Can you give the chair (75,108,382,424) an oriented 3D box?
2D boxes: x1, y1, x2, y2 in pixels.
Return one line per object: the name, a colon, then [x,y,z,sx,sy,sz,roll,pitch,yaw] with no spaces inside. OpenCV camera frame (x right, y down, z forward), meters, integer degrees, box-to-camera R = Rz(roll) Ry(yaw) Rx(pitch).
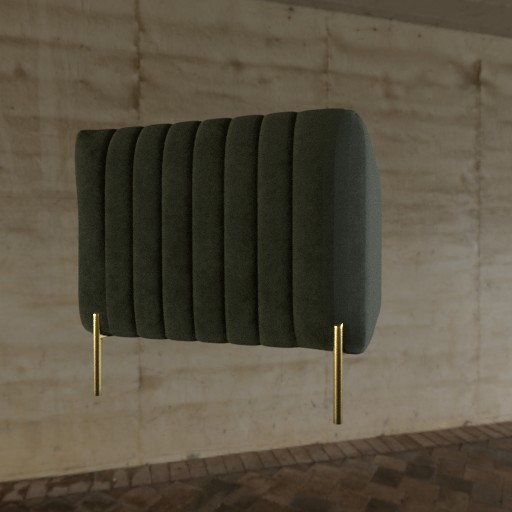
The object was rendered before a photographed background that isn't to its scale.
chair: [0.000,0.000,1.644,0.877,0.794,1.032,0,1,18]
